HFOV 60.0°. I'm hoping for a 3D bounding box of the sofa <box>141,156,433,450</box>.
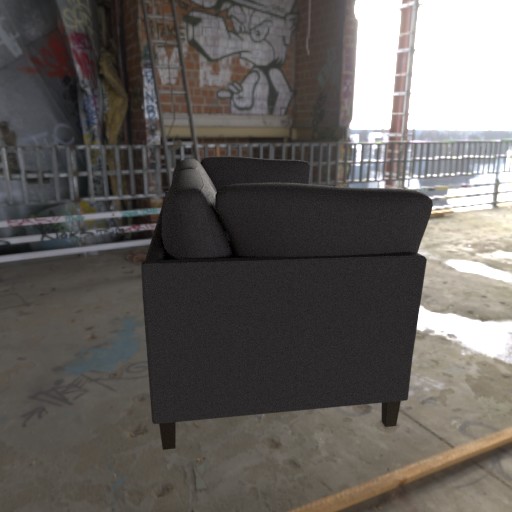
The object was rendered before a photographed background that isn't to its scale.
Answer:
[{"bbox_3d":[0.000,0.000,2.285,0.969,0.920,1.751,-2,16,-8],"label":"sofa"}]
